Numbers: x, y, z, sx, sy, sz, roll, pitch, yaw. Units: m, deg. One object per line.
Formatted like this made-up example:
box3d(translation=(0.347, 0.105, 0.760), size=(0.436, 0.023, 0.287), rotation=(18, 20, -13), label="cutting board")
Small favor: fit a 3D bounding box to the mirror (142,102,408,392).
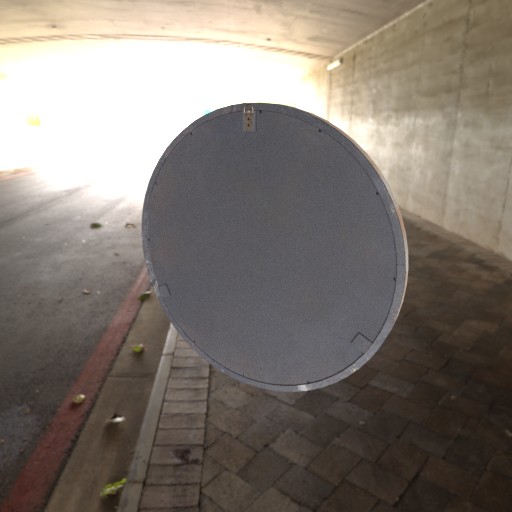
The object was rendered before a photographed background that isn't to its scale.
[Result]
box3d(translation=(0.000, 0.000, 1.085), size=(0.710, 0.710, 0.038), rotation=(9, 19, 28), label="mirror")
